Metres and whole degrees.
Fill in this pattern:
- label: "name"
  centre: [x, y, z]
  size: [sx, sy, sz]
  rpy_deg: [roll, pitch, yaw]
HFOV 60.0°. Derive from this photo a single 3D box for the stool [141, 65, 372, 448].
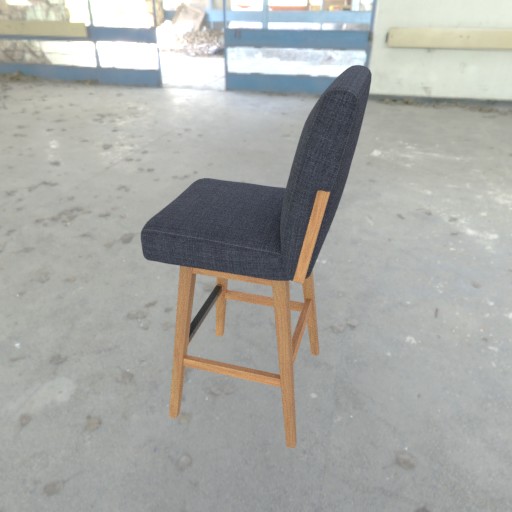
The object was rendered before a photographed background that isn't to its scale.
- label: "stool"
  centre: [0.000, 0.000, 1.410]
  size: [0.570, 1.112, 0.483]
  rpy_deg: [8, 31, 14]
